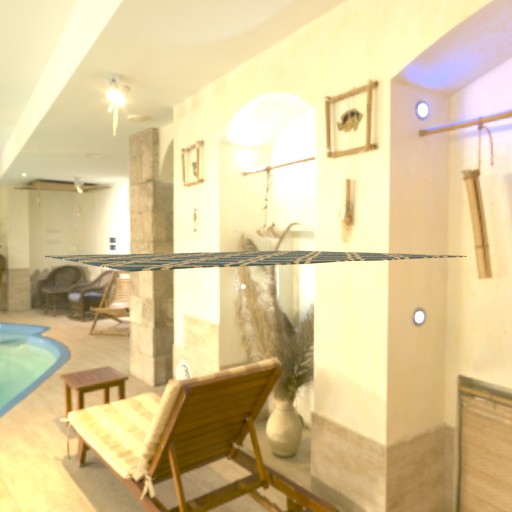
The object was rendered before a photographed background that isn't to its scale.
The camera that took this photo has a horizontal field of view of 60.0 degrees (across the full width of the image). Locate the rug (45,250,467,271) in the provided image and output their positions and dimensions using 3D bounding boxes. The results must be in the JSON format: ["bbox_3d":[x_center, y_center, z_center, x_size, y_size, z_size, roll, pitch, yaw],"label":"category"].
[{"bbox_3d":[0.000,0.000,2.726,2.135,0.013,1.524,-2,3,-35],"label":"rug"}]
